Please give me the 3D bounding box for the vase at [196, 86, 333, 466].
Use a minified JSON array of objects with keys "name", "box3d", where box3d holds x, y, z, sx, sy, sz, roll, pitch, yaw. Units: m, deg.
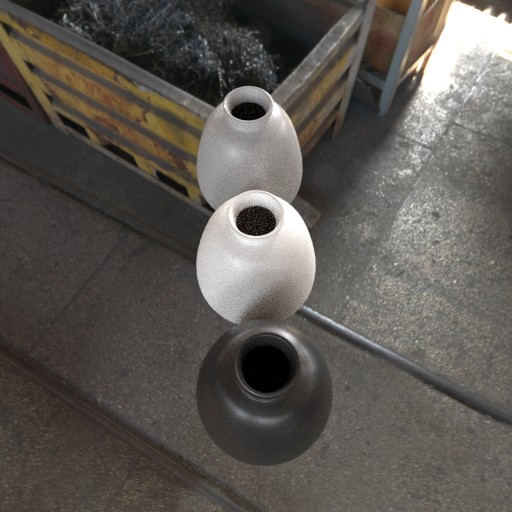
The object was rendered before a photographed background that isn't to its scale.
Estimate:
[{"name":"vase","box3d":[0.000,0.000,0.348,0.097,0.122,0.297,-3,63,-2]}]
